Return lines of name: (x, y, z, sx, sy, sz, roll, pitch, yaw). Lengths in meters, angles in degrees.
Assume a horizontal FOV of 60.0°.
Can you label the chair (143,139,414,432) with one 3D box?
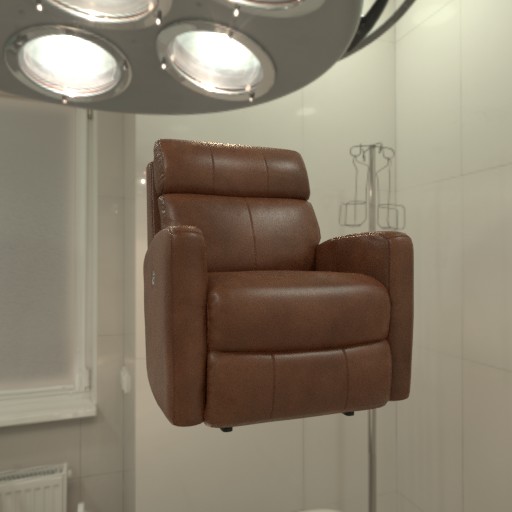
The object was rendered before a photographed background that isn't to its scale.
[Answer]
chair: (0.000, 0.000, 1.658, 0.787, 1.016, 0.939, 0, -1, -19)
